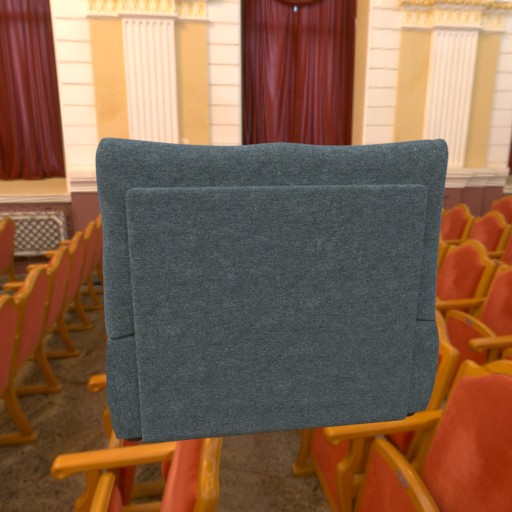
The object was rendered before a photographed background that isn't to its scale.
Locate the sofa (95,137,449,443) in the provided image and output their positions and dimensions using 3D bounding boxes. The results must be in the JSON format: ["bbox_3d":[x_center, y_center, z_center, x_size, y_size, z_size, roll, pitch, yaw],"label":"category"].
[{"bbox_3d":[0.000,0.000,1.628,0.930,0.820,1.000,-2,14,-8],"label":"sofa"}]
